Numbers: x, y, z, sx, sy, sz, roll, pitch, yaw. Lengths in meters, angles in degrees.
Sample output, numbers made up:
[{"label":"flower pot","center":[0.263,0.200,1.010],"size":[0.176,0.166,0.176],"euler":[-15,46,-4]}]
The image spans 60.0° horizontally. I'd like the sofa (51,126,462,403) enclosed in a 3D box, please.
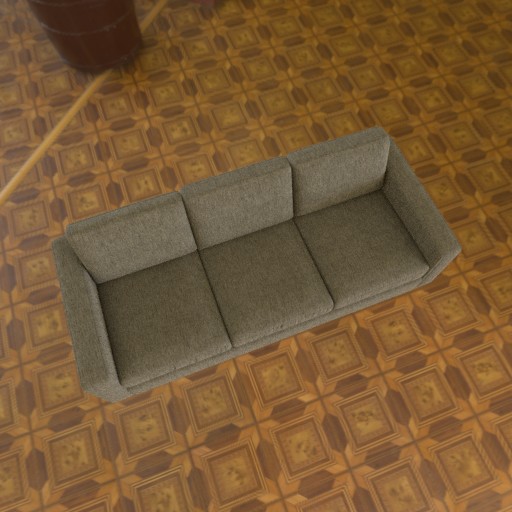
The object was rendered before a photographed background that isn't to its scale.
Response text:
[{"label":"sofa","center":[0.000,0.000,2.624],"size":[2.160,0.800,0.900],"euler":[-19,66,-9]}]
